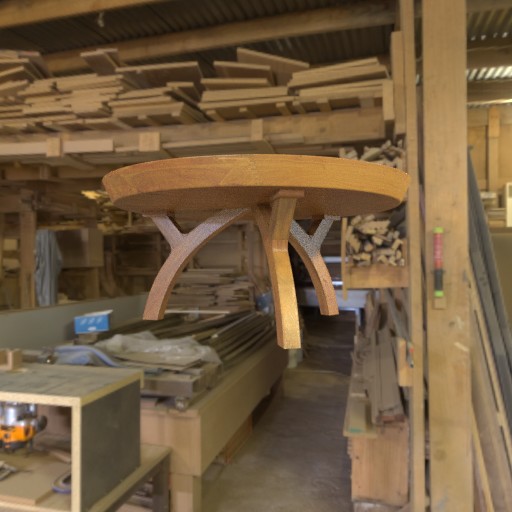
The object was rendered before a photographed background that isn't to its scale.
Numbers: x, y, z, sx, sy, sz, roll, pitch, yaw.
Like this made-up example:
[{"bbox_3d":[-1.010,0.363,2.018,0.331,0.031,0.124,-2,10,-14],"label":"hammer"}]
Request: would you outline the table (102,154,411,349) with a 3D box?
[{"bbox_3d":[0.000,0.000,1.535,1.016,0.470,1.016,0,0,0],"label":"table"}]
